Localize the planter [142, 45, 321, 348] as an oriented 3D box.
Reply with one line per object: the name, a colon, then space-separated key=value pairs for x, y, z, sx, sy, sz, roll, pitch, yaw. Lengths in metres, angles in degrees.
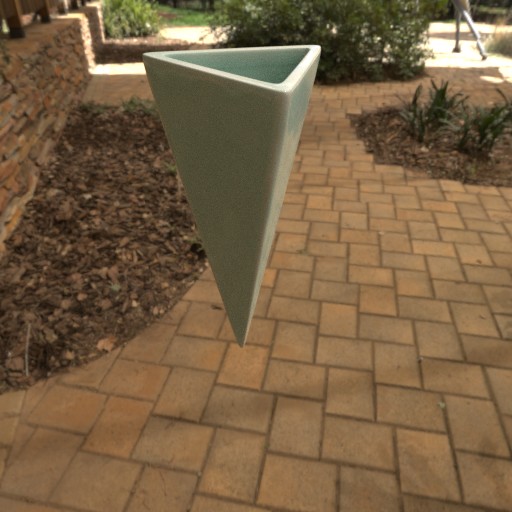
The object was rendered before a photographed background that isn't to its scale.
planter: x=0.000 y=0.000 z=0.217 sx=0.080 sy=0.178 sz=0.064 roll=-10 pitch=34 yaw=-15
